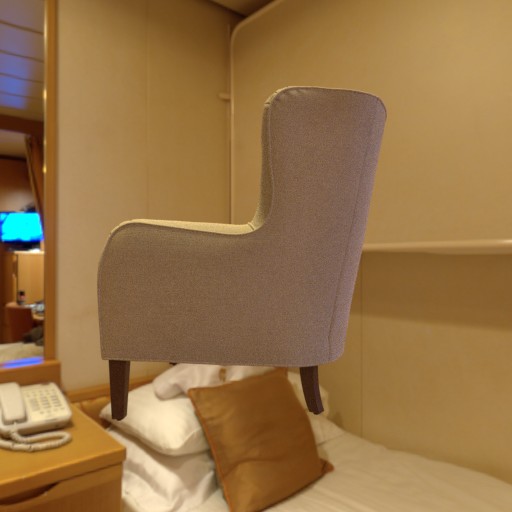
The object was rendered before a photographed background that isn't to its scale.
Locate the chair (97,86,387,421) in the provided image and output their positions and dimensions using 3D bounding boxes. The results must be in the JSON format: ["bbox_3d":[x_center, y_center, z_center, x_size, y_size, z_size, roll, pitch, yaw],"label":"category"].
[{"bbox_3d":[0.000,0.000,1.743,0.966,1.040,0.838,0,0,3],"label":"chair"}]
